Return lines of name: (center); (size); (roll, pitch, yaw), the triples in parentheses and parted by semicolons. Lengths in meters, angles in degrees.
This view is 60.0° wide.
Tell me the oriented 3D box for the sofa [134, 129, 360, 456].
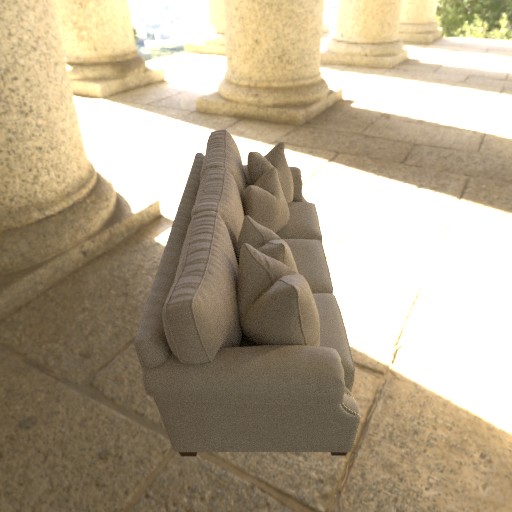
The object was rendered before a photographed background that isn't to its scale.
sofa: (0.000, 0.000, 2.789); (0.965, 0.975, 2.312); (0, 33, 0)
